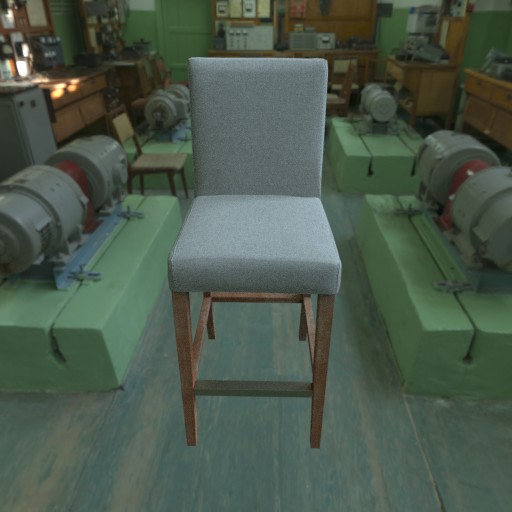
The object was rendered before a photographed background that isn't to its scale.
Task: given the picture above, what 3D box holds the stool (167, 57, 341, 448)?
[{"bbox_3d":[0.000,0.000,1.380,0.439,1.088,0.570,1,29,1],"label":"stool"}]
